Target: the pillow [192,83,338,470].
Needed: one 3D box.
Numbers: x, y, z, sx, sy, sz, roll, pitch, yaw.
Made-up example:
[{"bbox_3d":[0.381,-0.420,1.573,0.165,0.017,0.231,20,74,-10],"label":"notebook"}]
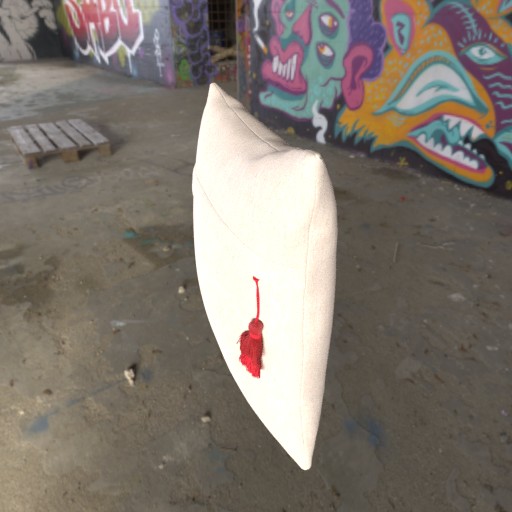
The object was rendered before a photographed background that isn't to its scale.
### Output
[{"bbox_3d":[0.000,0.000,0.670,0.173,0.436,0.433,-8,31,-15],"label":"pillow"}]
